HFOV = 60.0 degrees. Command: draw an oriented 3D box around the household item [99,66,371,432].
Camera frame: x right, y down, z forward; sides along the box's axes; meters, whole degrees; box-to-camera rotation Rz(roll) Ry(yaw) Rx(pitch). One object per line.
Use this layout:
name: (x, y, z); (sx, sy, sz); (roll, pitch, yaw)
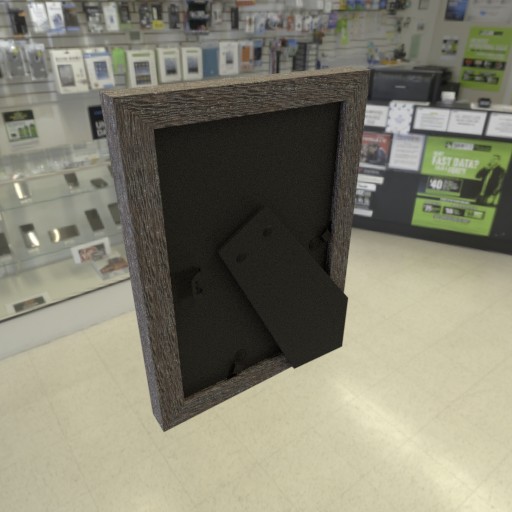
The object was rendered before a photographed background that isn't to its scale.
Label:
household item: (0.000, 0.000, 0.241); (0.133, 0.180, 0.020); (-19, 35, -29)
